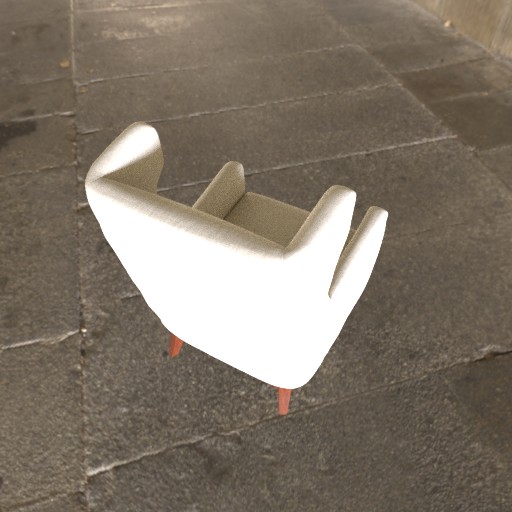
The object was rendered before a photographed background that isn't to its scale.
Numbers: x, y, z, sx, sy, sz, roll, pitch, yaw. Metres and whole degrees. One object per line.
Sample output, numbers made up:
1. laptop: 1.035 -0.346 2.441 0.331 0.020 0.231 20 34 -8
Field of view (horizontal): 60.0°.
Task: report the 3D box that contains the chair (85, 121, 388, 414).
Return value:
1. chair: 0.000 0.000 1.690 0.778 1.079 0.899 22 51 19
